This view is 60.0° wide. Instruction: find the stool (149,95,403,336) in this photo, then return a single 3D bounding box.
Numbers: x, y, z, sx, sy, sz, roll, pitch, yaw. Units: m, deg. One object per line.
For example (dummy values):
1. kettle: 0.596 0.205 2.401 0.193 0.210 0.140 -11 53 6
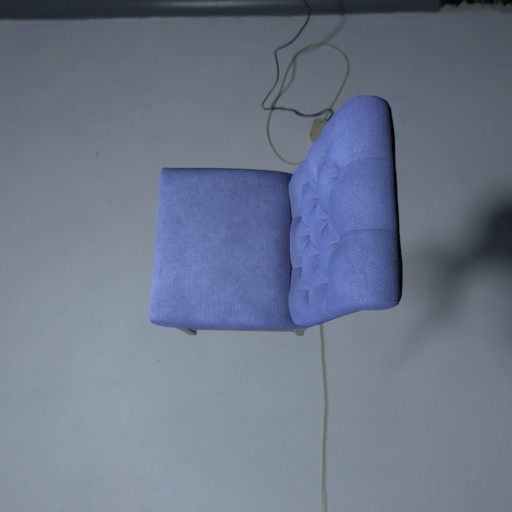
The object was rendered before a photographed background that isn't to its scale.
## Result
1. stool: 0.000 0.000 1.450 0.601 1.140 0.493 1 76 0
